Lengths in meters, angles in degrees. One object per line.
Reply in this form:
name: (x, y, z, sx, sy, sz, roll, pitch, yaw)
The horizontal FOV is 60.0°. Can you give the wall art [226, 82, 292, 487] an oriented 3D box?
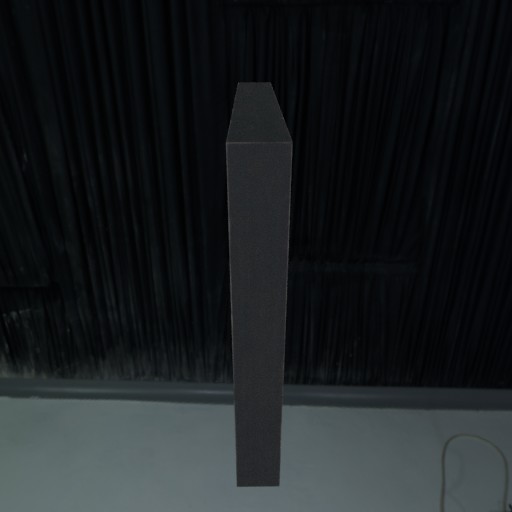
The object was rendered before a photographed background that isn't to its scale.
wall art: (0.000, 0.000, 0.460, 0.038, 0.305, 0.305, 0, 27, -1)
